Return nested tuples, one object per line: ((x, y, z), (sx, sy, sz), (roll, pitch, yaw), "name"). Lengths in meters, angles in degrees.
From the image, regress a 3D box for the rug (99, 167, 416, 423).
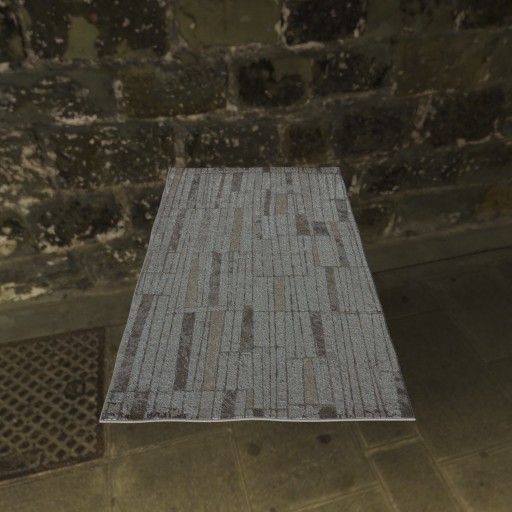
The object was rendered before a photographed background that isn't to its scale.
((0.000, 0.000, 3.056), (1.531, 0.023, 2.444), (0, 41, 0), "rug")
